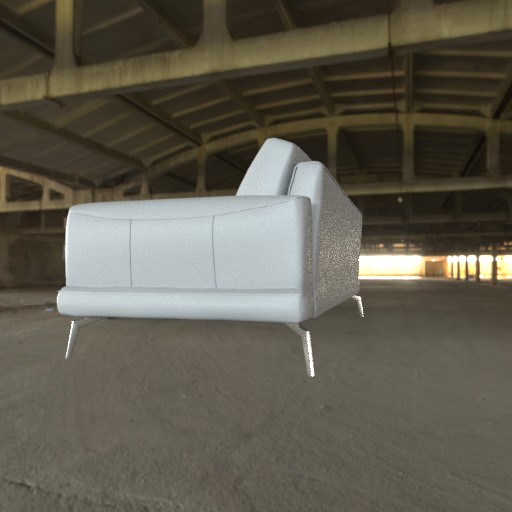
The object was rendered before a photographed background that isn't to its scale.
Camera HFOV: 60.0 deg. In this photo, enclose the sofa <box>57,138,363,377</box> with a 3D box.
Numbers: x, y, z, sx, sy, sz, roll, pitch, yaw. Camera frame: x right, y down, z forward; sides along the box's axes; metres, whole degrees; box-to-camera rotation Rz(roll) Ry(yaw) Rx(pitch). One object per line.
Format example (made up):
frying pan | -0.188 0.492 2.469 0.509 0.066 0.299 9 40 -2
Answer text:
sofa | 0.000 0.000 2.701 1.121 0.930 2.177 -1 -2 18
